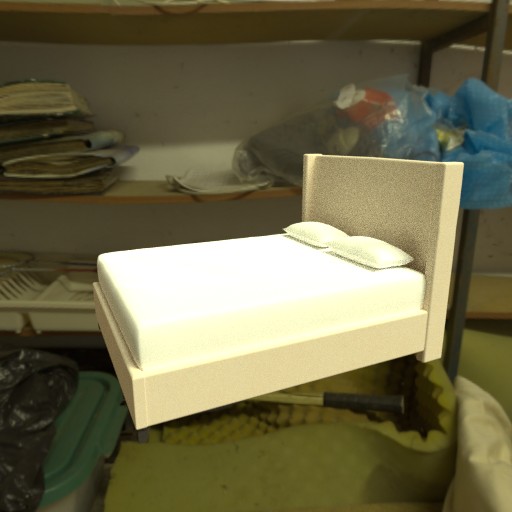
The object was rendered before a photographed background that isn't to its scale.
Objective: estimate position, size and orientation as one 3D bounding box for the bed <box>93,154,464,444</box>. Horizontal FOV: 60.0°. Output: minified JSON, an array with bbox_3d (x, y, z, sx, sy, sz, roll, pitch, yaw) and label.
[{"bbox_3d":[0.000,0.000,3.477,2.293,1.471,1.778,-7,17,-25],"label":"bed"}]
